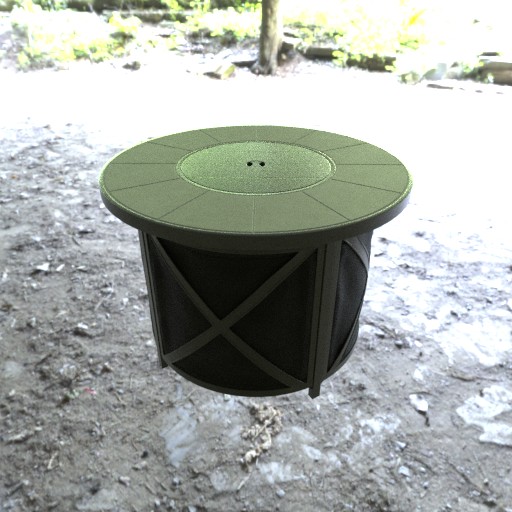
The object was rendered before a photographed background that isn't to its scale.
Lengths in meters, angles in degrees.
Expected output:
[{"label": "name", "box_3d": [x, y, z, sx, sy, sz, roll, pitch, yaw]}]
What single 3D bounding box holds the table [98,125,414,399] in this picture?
[{"label": "table", "box_3d": [0.000, 0.000, 1.510, 0.914, 0.650, 0.914, 0, 31, 0]}]
